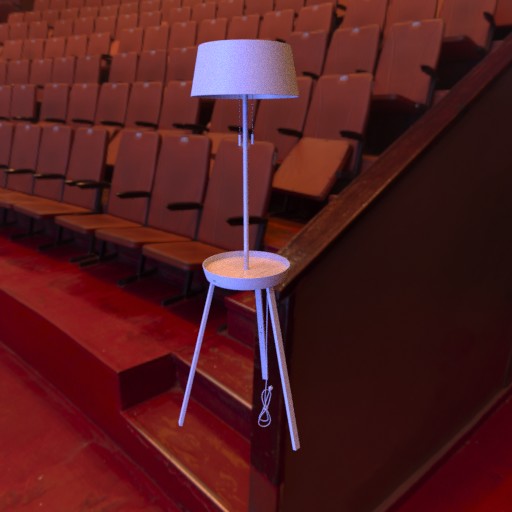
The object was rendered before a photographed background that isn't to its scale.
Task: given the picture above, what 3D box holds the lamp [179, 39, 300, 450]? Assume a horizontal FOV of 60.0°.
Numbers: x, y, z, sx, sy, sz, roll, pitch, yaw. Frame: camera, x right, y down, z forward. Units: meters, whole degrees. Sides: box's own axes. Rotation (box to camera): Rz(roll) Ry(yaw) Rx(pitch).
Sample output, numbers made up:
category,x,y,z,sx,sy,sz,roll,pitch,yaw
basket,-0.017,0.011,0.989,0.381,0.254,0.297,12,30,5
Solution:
category,x,y,z,sx,sy,sz,roll,pitch,yaw
lamp,0.000,0.000,1.626,0.508,1.429,0.468,-16,23,-41
